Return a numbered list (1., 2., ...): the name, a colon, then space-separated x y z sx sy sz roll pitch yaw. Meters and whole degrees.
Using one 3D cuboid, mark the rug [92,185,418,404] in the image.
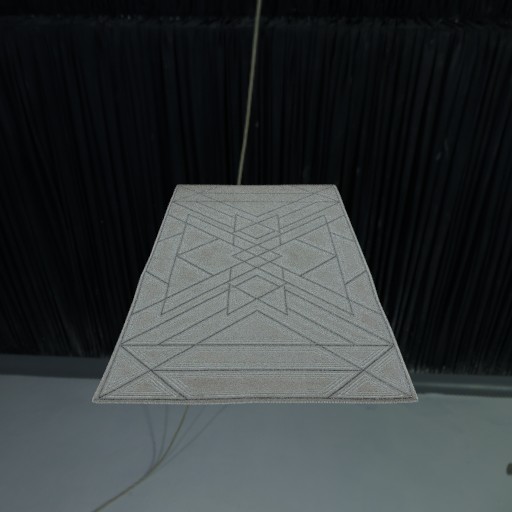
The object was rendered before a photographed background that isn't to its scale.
1. rug: 0.000 0.000 1.057 0.511 0.008 0.869 0 32 0
